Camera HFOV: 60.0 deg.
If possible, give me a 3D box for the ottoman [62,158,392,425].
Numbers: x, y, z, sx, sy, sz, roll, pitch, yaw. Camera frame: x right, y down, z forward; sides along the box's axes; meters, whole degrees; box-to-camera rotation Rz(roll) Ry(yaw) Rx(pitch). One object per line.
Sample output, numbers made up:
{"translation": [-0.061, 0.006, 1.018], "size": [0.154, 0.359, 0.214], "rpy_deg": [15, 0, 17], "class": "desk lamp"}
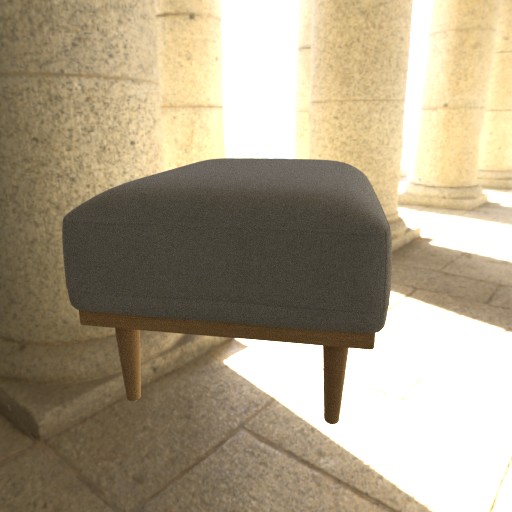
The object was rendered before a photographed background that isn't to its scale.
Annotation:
{"translation": [0.000, 0.000, 1.062], "size": [0.549, 0.428, 0.749], "rpy_deg": [3, 17, 10], "class": "ottoman"}
